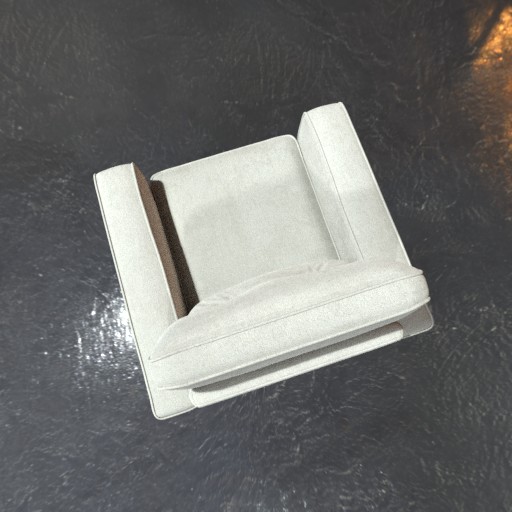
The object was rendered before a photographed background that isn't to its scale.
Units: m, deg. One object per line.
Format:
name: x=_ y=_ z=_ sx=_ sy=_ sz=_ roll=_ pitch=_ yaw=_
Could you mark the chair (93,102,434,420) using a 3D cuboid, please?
chair: x=0.000 y=0.000 z=1.741 sx=1.015 sy=0.965 sz=0.939 roll=-17 pitch=77 yaw=-4
